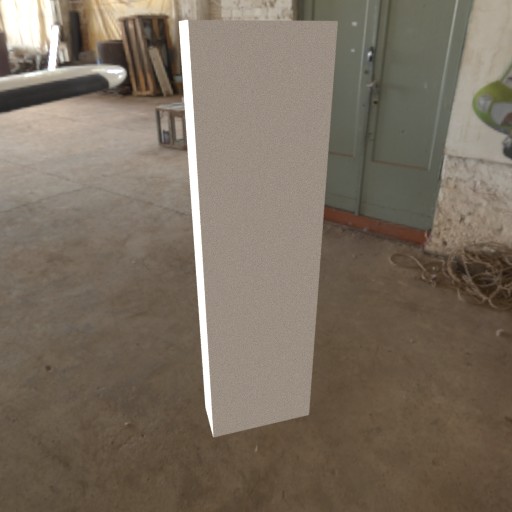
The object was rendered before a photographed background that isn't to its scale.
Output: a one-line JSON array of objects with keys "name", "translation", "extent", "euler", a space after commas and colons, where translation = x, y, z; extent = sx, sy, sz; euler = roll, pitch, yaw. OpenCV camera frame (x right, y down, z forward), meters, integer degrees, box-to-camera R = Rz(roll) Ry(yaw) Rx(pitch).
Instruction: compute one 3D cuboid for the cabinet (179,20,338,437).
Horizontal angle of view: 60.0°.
[{"name": "cabinet", "translation": [0.000, 0.000, 1.912], "extent": [0.500, 1.790, 0.230], "euler": [-8, 28, -15]}]
